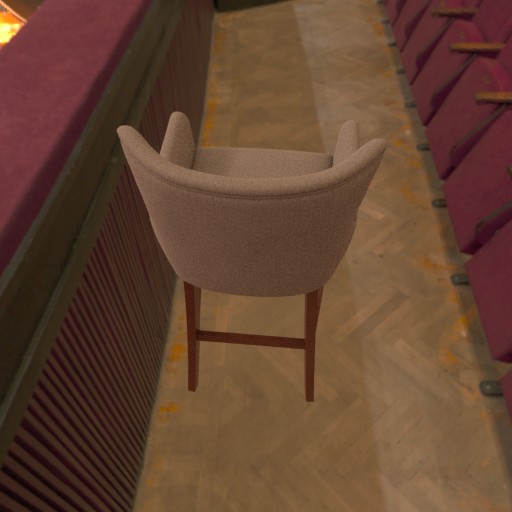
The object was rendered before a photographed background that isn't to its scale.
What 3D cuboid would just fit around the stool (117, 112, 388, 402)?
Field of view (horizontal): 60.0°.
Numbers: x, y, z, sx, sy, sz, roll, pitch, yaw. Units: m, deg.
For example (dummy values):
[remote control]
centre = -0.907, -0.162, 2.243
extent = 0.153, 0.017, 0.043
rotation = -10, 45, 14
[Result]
[stool]
centre = 0.000, 0.000, 1.385
extent = 0.575, 1.047, 0.575
rotation = 4, 48, 4
